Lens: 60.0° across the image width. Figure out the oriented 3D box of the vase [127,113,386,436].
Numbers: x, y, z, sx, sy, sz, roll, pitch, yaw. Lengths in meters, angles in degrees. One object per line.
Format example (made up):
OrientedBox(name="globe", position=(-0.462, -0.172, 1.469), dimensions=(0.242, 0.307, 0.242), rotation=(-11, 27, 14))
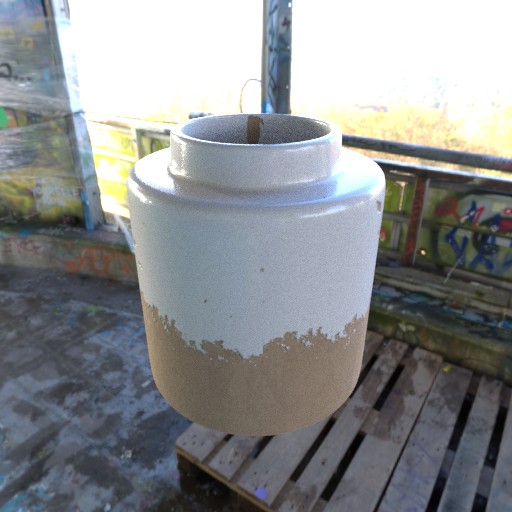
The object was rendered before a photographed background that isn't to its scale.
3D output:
OrientedBox(name="vase", position=(0.000, 0.000, 0.293), dimensions=(0.153, 0.167, 0.153), rotation=(0, 27, 0))
